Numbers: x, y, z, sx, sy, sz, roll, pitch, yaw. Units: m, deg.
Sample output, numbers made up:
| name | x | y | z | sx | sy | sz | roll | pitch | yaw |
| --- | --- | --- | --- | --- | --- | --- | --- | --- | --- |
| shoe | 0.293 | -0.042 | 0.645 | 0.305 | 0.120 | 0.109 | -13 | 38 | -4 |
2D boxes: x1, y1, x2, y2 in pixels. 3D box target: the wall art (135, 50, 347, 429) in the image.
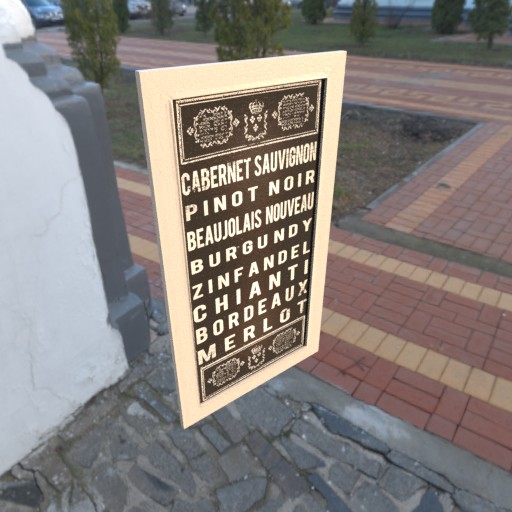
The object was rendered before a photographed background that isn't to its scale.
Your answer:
| name | x | y | z | sx | sy | sz | roll | pitch | yaw |
| --- | --- | --- | --- | --- | --- | --- | --- | --- | --- |
| wall art | 0.000 | 0.000 | 0.836 | 0.380 | 0.683 | 0.013 | -21 | 37 | -31 |
